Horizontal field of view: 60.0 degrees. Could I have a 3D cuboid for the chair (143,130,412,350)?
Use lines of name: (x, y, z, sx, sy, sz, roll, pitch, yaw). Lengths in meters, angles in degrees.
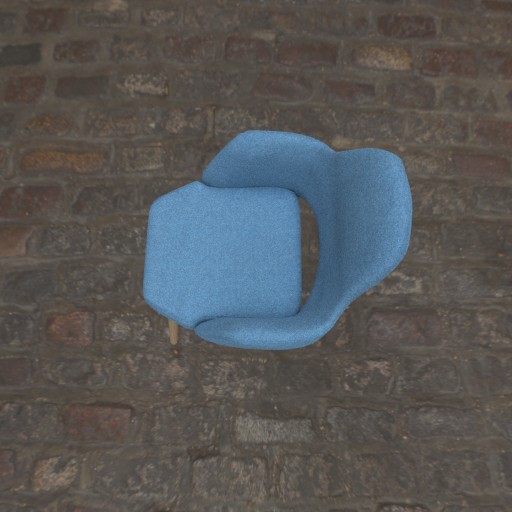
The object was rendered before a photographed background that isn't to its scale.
chair: (0.000, 0.000, 1.366, 0.666, 0.920, 0.589, 1, 74, 0)
